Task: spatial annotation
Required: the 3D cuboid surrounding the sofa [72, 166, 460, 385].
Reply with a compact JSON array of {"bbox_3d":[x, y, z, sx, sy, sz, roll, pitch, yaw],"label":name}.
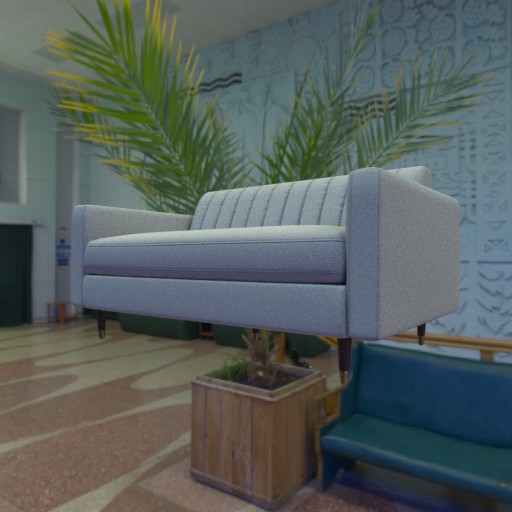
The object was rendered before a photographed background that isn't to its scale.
[{"bbox_3d":[0.000,0.000,2.061,1.585,0.801,0.950,0,0,37],"label":"sofa"}]
